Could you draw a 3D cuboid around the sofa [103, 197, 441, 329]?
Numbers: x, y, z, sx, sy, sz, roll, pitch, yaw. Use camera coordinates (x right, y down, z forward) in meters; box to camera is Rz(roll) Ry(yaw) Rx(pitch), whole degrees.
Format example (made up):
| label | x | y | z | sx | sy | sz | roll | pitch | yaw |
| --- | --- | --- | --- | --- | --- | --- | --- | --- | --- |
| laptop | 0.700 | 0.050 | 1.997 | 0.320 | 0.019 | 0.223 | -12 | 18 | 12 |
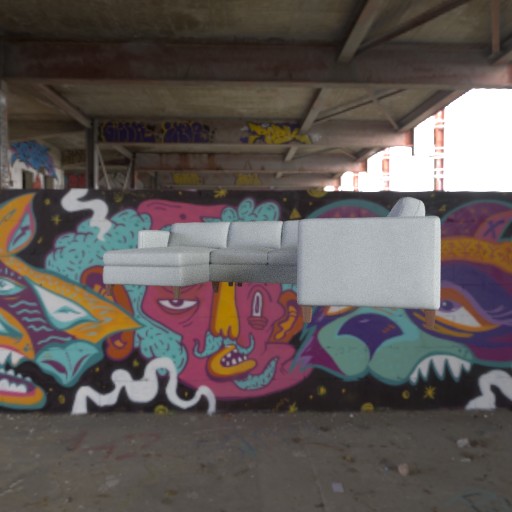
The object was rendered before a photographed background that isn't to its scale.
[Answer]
| label | x | y | z | sx | sy | sz | roll | pitch | yaw |
| --- | --- | --- | --- | --- | --- | --- | --- | --- | --- |
| sofa | 0.000 | 0.000 | 4.409 | 3.238 | 0.853 | 2.551 | 0 | 1 | 18 |
